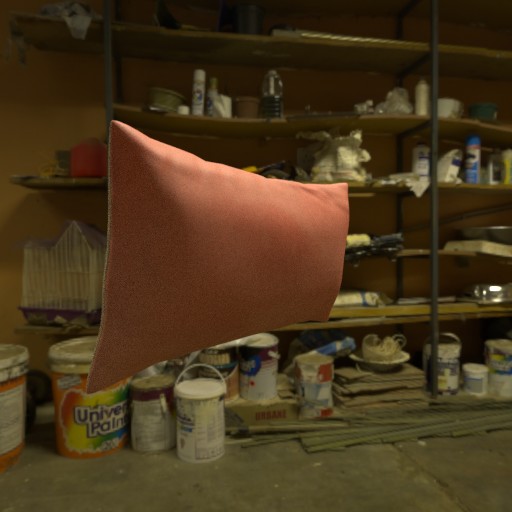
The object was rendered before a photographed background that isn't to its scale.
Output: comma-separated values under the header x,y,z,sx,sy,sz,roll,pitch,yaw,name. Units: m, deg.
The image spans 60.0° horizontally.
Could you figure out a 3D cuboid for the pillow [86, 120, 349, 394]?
x,y,z,sx,sy,sz,roll,pitch,yaw,name
0.000,0.000,0.738,0.155,0.307,0.608,1,2,36,pillow
